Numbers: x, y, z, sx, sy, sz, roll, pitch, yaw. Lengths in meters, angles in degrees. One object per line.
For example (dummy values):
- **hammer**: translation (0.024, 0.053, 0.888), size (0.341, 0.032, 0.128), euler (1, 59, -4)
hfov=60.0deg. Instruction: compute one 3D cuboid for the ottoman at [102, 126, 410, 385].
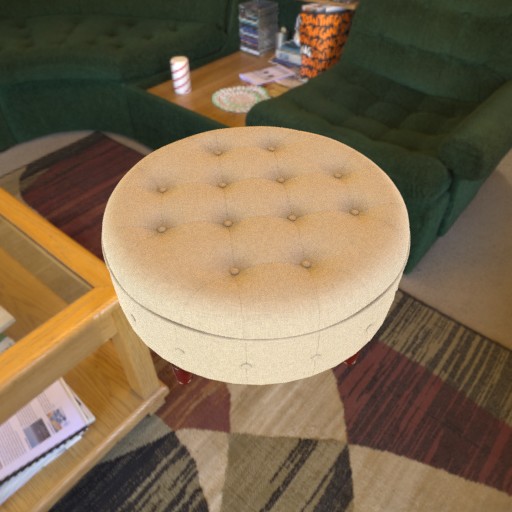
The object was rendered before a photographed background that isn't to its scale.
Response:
- **ottoman**: translation (0.000, 0.000, 1.370), size (0.849, 0.478, 0.849), euler (0, 45, 0)
